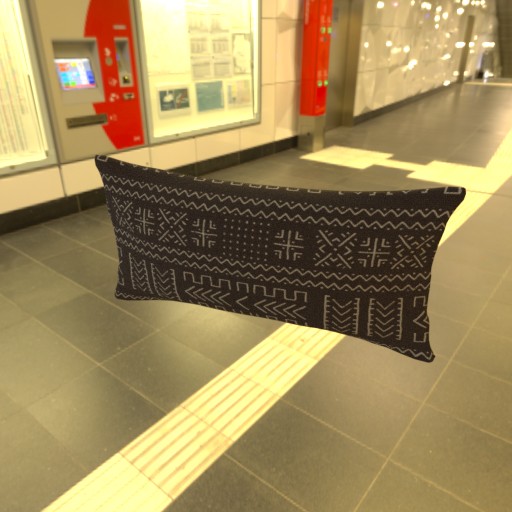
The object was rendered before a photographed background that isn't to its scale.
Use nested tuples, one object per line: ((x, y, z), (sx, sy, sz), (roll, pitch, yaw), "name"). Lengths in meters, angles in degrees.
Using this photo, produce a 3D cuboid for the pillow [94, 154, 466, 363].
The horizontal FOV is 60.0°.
((0.000, 0.000, 0.811), (0.667, 0.322, 0.135), (9, 27, 17), "pillow")
